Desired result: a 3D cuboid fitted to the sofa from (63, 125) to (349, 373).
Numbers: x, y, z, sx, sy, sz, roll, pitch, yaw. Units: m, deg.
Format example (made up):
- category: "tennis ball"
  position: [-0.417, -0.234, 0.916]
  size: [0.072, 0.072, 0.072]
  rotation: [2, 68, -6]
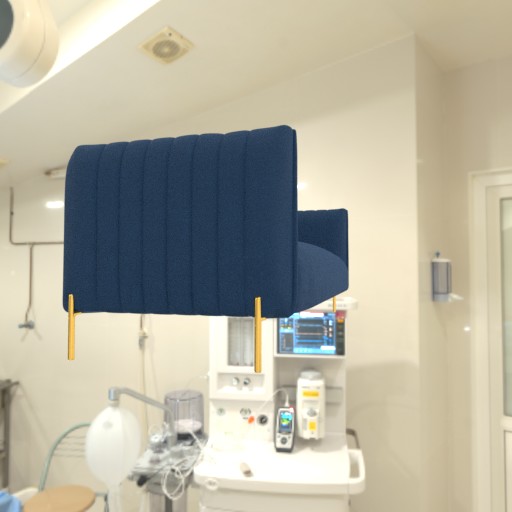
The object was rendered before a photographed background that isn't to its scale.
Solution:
- category: "sofa"
  position: [0.000, 0.000, 2.476]
  size: [0.896, 0.793, 2.136]
  rotation: [-1, -2, 16]
